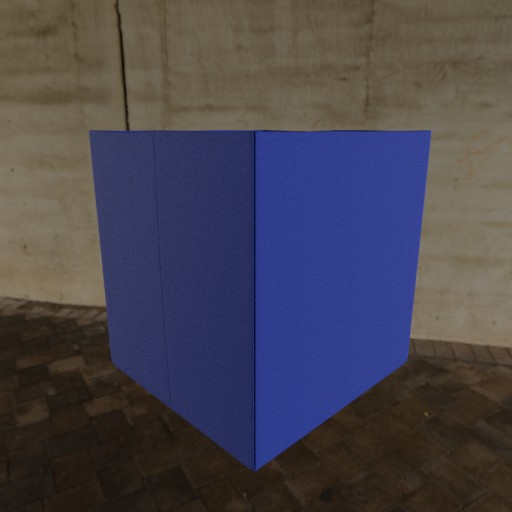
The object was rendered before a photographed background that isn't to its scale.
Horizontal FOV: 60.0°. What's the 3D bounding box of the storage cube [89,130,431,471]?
[{"bbox_3d":[0.000,0.000,0.513,0.270,0.280,0.270,-15,22,-42],"label":"storage cube"}]
